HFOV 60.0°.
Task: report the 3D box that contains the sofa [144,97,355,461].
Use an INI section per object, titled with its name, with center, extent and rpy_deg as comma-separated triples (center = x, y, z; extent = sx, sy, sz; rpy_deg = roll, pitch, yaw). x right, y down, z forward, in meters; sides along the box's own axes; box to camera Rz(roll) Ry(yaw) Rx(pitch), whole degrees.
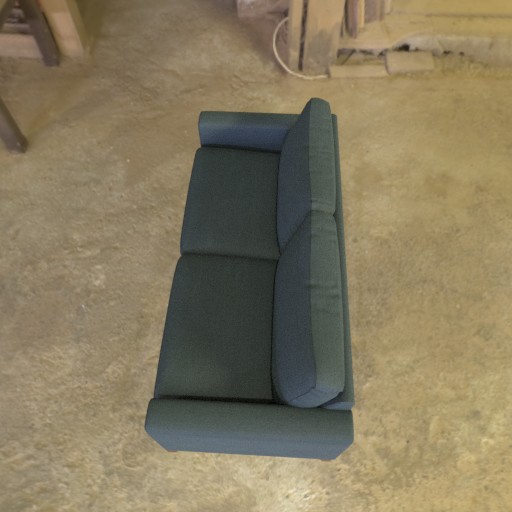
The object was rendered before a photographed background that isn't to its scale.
[sofa]
center = 0.000, 0.000, 2.392
extent = 0.877, 0.865, 1.900
rpy_deg = 3, 58, 2
